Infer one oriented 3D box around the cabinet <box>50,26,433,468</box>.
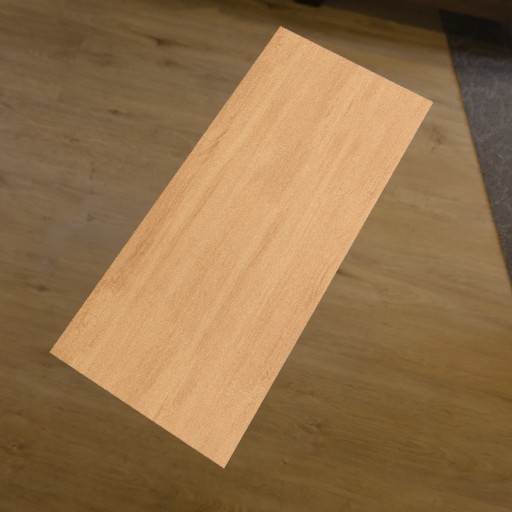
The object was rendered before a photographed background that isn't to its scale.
[{"bbox_3d":[0.000,0.000,1.541,0.500,0.780,1.110,30,77,8],"label":"cabinet"}]
